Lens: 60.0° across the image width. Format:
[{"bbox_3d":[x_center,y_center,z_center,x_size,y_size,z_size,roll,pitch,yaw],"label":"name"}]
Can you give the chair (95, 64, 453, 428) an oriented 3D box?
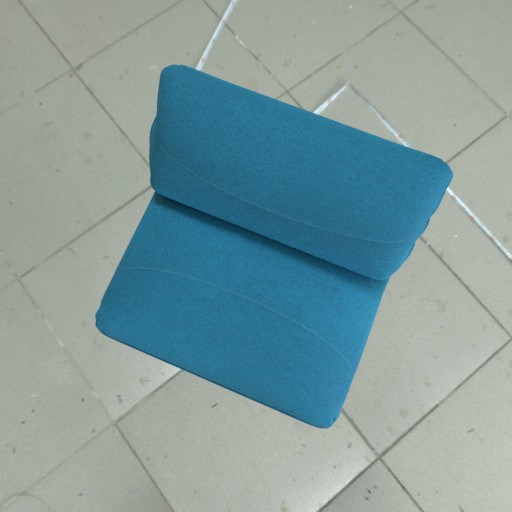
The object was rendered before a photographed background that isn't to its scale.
[{"bbox_3d":[0.000,0.000,1.321,0.820,0.580,0.780,22,77,5],"label":"chair"}]
